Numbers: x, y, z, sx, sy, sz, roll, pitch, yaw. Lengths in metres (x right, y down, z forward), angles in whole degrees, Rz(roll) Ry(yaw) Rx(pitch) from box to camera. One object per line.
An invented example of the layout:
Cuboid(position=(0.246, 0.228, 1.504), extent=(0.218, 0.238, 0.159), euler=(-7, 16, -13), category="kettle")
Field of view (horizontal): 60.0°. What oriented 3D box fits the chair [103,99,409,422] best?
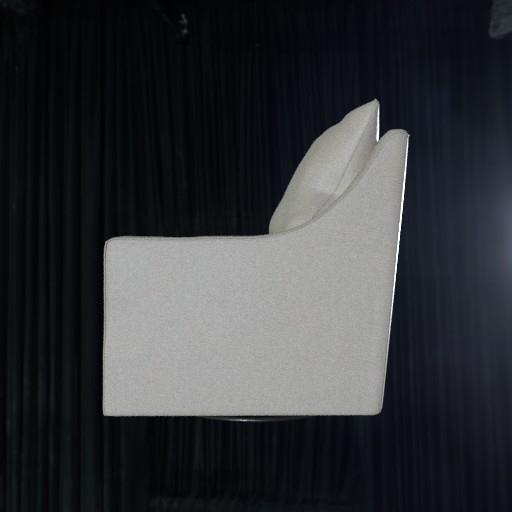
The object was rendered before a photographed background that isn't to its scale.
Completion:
Cuboid(position=(0.000, 0.000, 1.599), extent=(0.876, 0.942, 0.760), euler=(0, -1, -1), category="chair")
